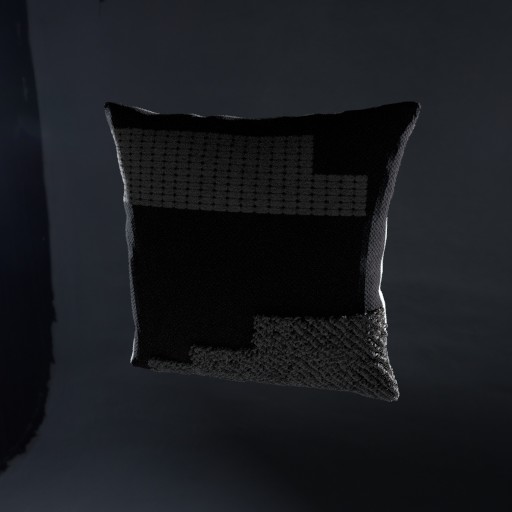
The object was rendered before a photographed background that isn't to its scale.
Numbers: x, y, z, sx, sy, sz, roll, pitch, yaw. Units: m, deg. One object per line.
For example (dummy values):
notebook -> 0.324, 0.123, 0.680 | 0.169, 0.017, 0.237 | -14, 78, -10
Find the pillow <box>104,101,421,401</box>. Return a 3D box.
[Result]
pillow -> 0.000, 0.000, 0.711 | 0.475, 0.473, 0.178 | 3, 15, 10
